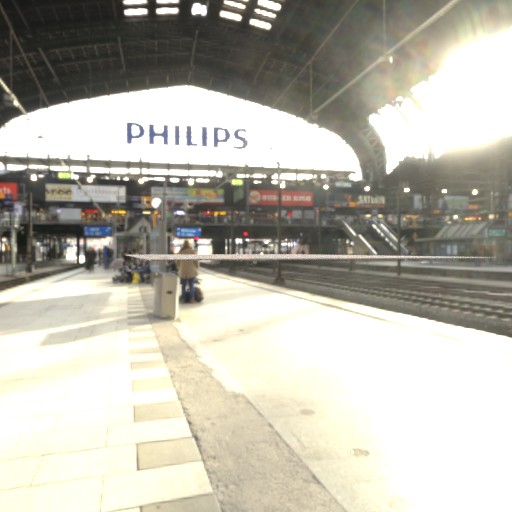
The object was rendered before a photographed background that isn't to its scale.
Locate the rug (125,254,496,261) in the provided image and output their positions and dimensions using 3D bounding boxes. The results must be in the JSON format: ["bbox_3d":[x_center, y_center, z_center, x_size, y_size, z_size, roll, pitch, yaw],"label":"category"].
[{"bbox_3d":[0.000,0.000,2.265,1.217,0.005,1.818,0,1,-19],"label":"rug"}]
